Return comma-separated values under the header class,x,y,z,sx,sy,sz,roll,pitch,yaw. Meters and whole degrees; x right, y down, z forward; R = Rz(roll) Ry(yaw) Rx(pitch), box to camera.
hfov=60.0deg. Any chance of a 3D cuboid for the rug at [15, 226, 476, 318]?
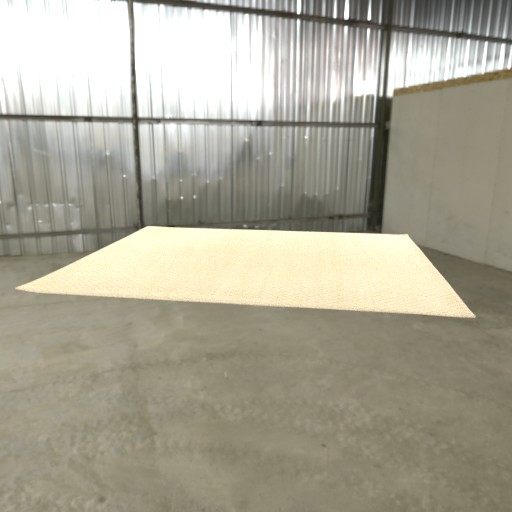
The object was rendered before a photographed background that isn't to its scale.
class,x,y,z,sx,sy,sz,roll,pitch,yaw
rug,0.000,0.000,3.818,2.897,0.035,2.277,2,15,9
